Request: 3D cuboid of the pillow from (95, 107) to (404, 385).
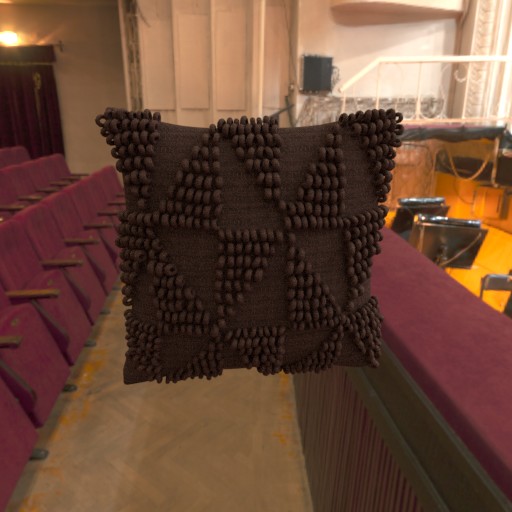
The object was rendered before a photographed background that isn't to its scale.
[{"bbox_3d":[0.000,0.000,0.735,0.470,0.467,0.172,-2,18,-7],"label":"pillow"}]
